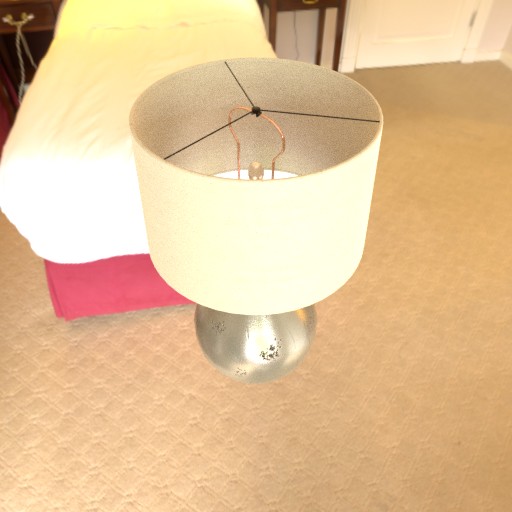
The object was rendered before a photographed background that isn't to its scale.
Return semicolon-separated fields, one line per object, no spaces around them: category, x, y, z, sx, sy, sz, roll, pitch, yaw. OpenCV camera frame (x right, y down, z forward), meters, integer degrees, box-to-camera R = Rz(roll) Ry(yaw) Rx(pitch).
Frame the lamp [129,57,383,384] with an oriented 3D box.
lamp;0.000;0.000;0.729;0.330;0.521;0.330;0;46;0
